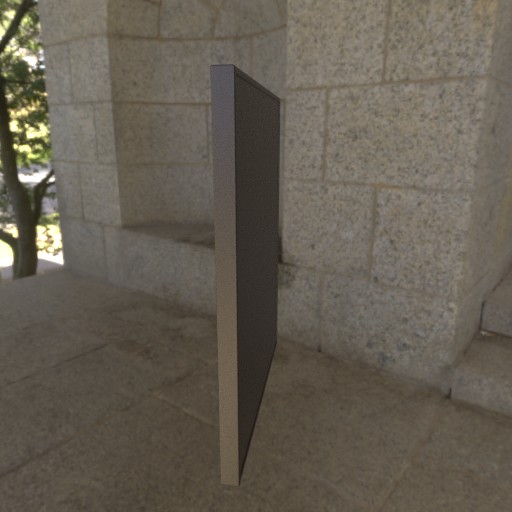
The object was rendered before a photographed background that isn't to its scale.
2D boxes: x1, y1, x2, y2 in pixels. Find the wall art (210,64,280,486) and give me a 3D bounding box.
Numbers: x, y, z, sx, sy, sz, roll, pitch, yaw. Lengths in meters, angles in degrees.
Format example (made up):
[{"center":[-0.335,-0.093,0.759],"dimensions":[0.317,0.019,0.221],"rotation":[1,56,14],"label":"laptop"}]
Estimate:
[{"center":[0.000,0.000,0.768],"dimensions":[0.028,0.551,0.451],"rotation":[2,15,9],"label":"wall art"}]
